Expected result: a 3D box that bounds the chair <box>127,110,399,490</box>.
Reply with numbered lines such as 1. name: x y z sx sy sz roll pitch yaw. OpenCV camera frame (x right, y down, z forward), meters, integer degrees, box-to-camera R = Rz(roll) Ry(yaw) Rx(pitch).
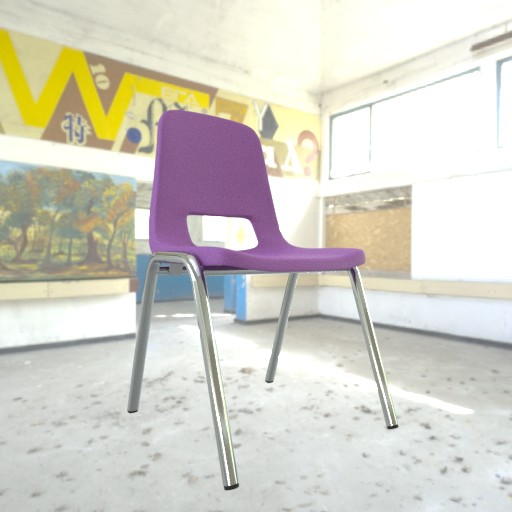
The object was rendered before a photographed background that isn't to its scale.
1. chair: 0.000 0.000 0.665 0.291 0.493 0.301 0 0 -36
